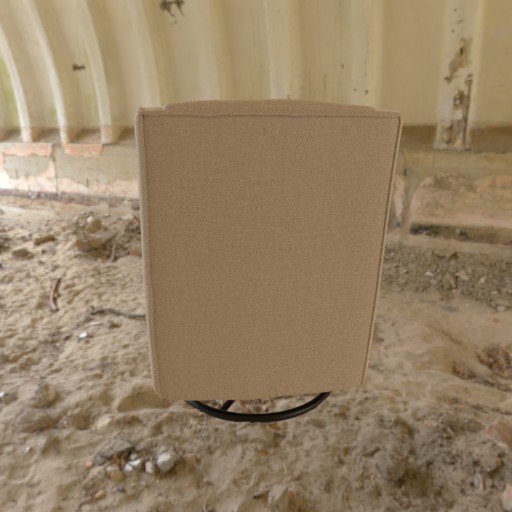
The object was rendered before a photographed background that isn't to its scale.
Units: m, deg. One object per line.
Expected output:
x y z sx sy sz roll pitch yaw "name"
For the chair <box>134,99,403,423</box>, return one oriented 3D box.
0.000 0.000 1.569 0.732 0.993 0.879 -2 15 -7 "chair"
